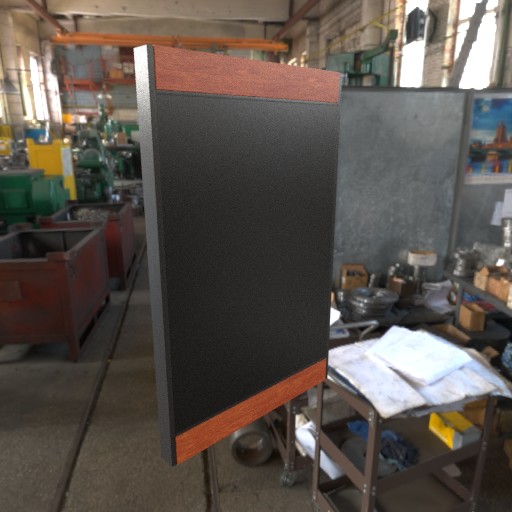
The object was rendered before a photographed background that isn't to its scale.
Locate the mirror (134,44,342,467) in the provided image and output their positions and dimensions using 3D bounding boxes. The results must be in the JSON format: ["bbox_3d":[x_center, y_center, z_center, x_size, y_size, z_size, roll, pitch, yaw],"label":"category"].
[{"bbox_3d":[0.000,0.000,1.018,0.525,0.823,0.047,-14,21,-41],"label":"mirror"}]
